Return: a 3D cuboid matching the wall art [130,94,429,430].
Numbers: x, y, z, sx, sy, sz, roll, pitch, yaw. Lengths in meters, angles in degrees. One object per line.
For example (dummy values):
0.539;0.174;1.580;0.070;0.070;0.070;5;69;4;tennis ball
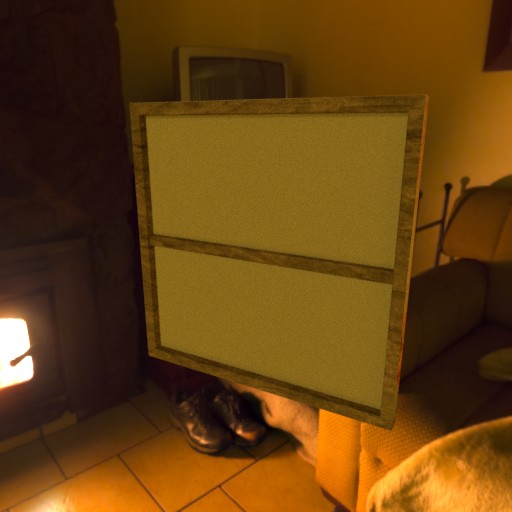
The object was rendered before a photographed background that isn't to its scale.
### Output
0.000;0.000;1.121;0.747;0.747;0.035;9;19;27;wall art
